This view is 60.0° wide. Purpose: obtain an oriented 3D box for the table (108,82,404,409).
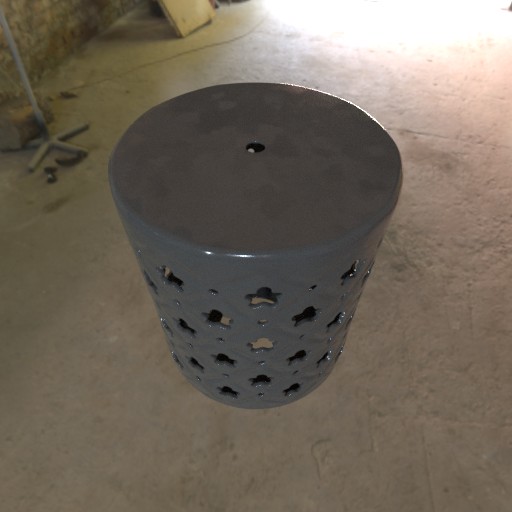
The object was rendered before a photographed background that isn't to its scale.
[{"bbox_3d":[0.000,0.000,0.670,0.352,0.387,0.352,0,48,0],"label":"table"}]
